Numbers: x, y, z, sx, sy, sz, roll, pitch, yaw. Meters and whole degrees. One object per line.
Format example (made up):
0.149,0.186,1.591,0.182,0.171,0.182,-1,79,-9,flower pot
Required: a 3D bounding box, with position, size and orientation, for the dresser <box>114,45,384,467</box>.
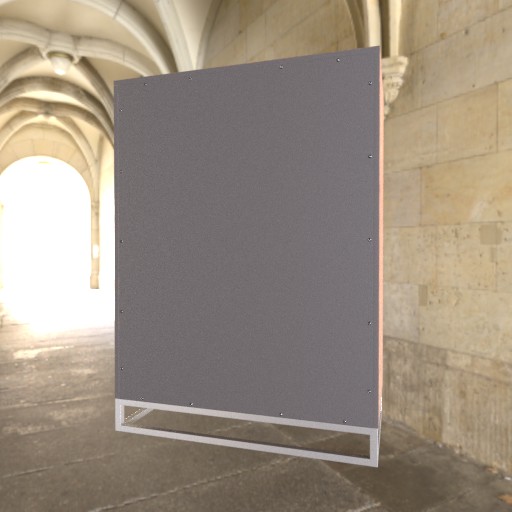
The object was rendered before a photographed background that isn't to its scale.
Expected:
0.000,0.000,1.771,0.965,1.321,0.508,0,1,17,dresser
